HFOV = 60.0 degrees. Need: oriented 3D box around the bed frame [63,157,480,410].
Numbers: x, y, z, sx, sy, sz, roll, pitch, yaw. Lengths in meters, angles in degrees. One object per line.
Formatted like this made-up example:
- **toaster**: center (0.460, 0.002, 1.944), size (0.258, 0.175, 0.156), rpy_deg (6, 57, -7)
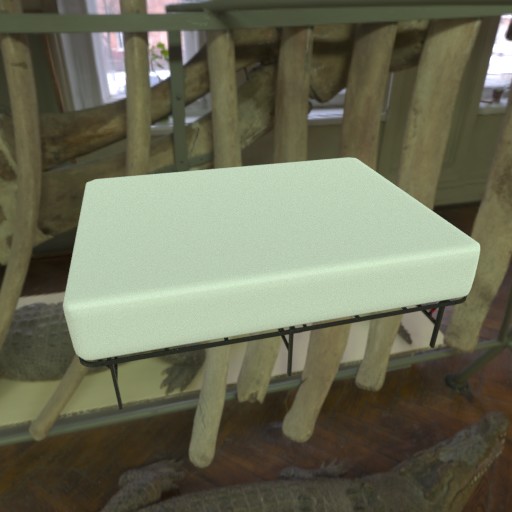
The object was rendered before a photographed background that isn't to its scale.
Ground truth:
- **bed frame**: center (0.000, 0.000, 2.815), size (2.037, 0.677, 1.528), rpy_deg (-8, 31, -13)
